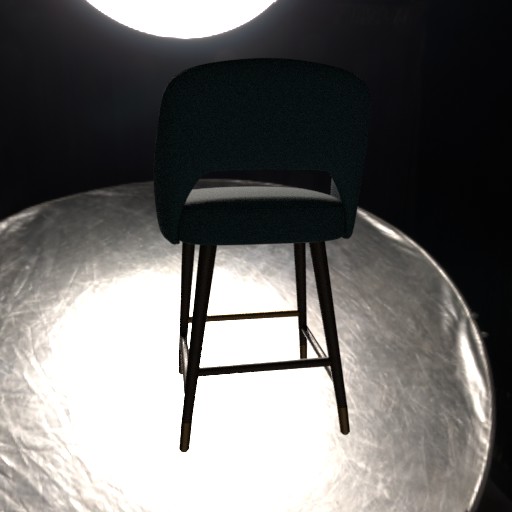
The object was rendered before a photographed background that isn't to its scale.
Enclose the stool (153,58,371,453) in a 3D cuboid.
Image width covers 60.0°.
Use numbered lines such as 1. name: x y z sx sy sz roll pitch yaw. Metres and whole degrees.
1. stool: 0.000 0.000 1.242 0.536 0.939 0.522 -2 13 -10
